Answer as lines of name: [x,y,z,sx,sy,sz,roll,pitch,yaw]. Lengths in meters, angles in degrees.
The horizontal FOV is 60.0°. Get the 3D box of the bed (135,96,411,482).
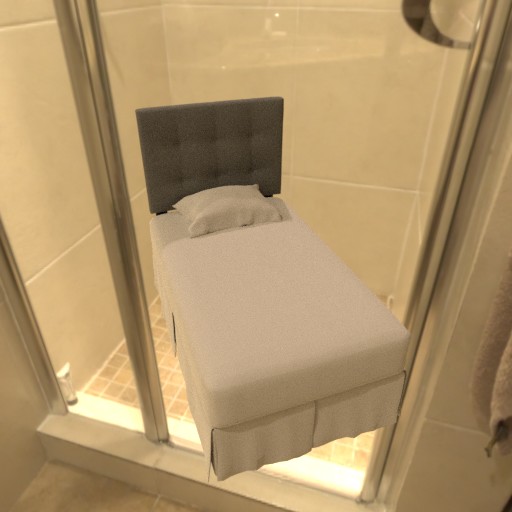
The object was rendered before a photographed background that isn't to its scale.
bed: [0.000,0.000,2.969,1.261,1.571,1.997,-11,34,-17]
